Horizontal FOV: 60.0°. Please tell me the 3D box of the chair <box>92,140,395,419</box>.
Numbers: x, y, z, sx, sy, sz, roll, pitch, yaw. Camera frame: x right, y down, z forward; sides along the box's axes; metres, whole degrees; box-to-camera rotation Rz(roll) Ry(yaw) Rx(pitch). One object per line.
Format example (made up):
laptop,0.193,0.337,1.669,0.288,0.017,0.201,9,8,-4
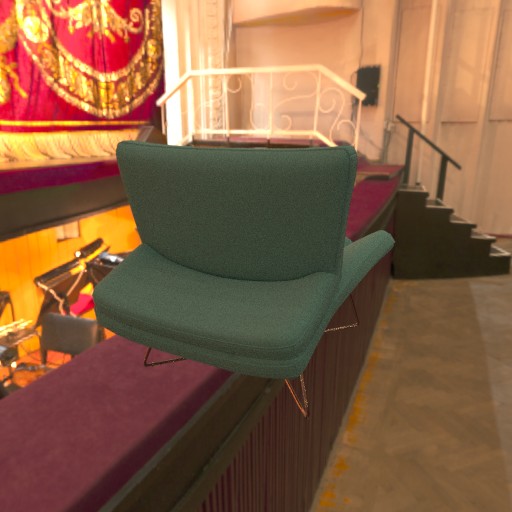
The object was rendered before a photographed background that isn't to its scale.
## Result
chair,0.000,0.000,1.689,0.859,0.855,1.008,9,19,27
